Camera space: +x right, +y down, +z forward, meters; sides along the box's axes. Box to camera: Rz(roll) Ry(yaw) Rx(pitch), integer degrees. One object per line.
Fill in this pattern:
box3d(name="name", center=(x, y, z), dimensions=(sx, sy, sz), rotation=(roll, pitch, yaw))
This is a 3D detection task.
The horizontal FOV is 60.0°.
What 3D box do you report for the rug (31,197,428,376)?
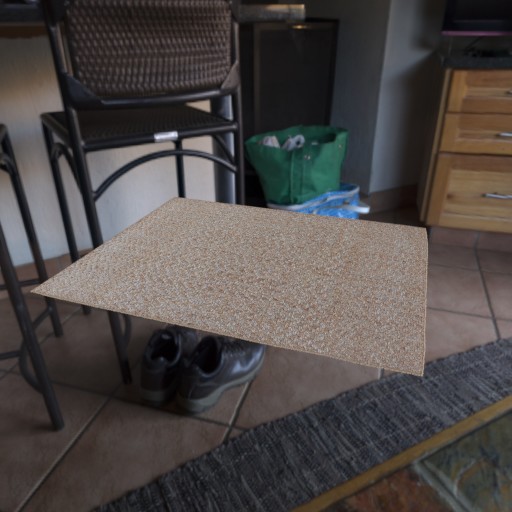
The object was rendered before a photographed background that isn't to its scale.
box3d(name="rug", center=(0.000, 0.000, 4.167), dimensions=(3.048, 0.013, 2.439), rotation=(9, 28, 17))
